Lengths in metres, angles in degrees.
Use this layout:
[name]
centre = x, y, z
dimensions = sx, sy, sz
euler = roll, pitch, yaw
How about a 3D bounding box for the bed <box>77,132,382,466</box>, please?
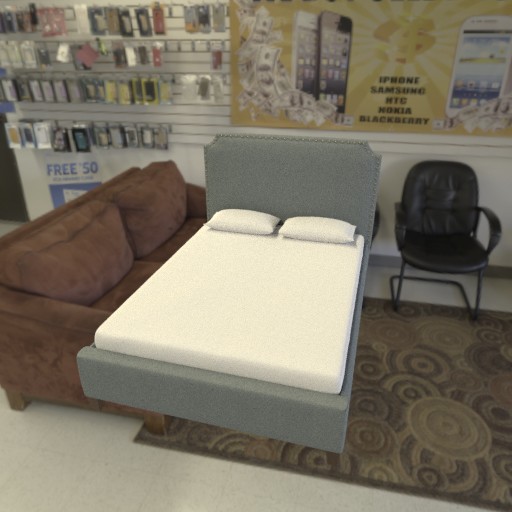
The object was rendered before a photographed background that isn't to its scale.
[bed]
centre = 0.000, 0.000, 3.465
dimensions = 1.712, 1.443, 2.372
euler = 7, 27, 14
